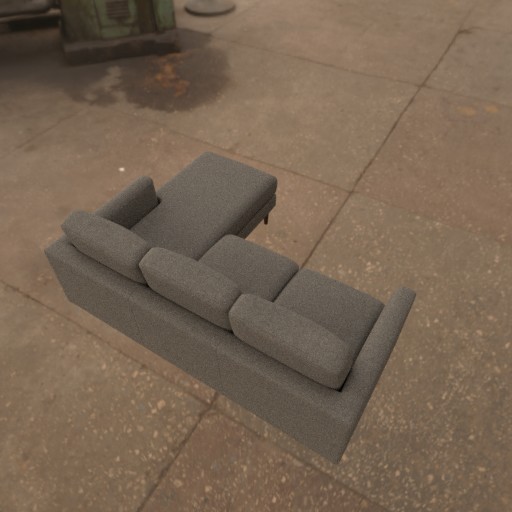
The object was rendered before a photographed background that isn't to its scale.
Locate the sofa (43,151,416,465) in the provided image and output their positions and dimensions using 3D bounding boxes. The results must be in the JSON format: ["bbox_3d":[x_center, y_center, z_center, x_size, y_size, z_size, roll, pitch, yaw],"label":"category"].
[{"bbox_3d":[0.000,0.000,2.972,2.055,0.957,1.667,25,52,21],"label":"sofa"}]
